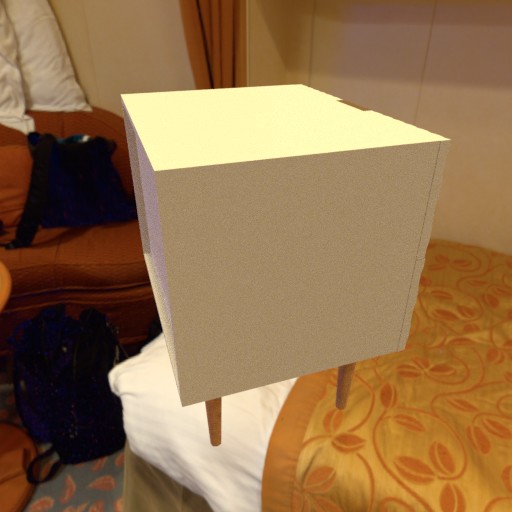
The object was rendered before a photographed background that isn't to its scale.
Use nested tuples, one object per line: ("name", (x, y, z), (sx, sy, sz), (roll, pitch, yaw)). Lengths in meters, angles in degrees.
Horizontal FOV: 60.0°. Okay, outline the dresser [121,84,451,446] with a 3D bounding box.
("dresser", (0.000, 0.000, 0.901), (0.414, 0.568, 0.503), (-10, 31, -16))
